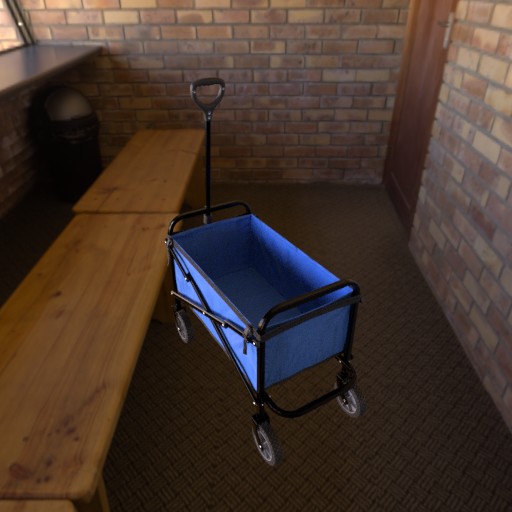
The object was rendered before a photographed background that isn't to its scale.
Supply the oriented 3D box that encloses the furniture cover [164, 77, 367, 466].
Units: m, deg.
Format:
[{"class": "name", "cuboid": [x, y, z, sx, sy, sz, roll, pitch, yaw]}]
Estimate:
[{"class": "furniture cover", "cuboid": [0.000, 0.000, 1.853, 0.532, 1.295, 1.038, -18, 36, -26]}]
